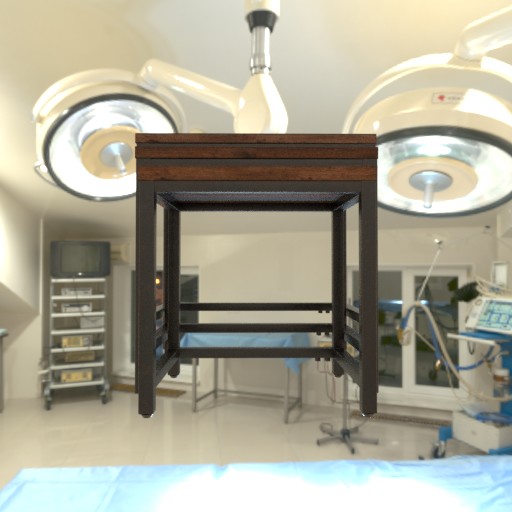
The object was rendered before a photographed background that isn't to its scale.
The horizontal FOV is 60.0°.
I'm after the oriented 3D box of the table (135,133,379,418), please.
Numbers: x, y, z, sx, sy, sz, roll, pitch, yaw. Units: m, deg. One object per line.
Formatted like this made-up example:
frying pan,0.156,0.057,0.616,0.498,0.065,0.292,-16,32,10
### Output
table,0.000,0.000,1.156,0.608,0.616,0.660,0,-1,-1
